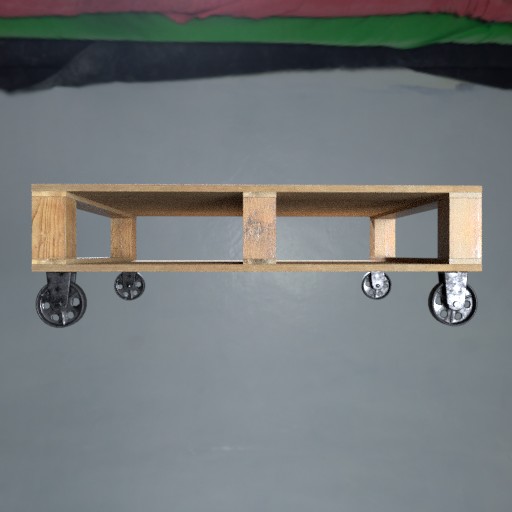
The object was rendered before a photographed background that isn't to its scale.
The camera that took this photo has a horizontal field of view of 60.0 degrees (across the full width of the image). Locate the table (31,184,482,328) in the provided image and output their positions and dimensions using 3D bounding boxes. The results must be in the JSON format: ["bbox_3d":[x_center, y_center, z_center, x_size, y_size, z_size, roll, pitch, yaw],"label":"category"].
[{"bbox_3d":[0.000,0.000,1.691,1.299,0.413,0.827,0,0,-1],"label":"table"}]
